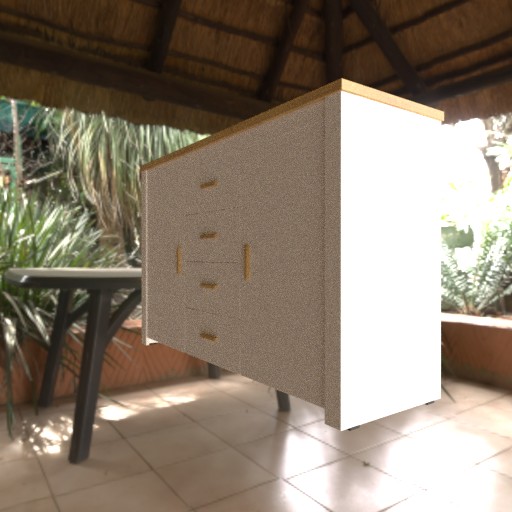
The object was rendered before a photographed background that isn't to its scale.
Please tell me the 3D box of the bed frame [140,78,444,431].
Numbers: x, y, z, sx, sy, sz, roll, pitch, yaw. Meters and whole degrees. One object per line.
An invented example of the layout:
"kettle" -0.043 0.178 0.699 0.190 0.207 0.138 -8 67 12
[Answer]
"bed frame" 0.000 0.000 1.706 0.430 0.850 1.300 0 0 -36
